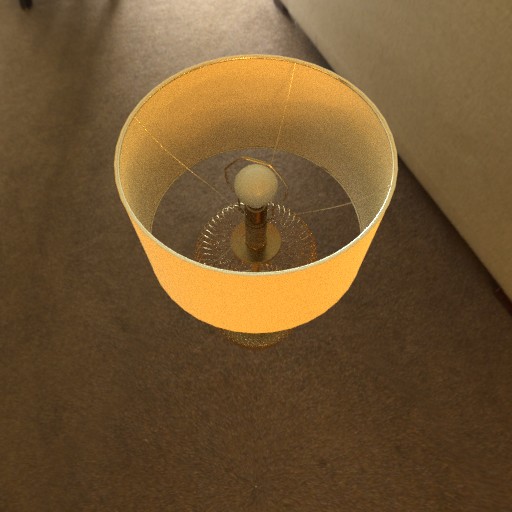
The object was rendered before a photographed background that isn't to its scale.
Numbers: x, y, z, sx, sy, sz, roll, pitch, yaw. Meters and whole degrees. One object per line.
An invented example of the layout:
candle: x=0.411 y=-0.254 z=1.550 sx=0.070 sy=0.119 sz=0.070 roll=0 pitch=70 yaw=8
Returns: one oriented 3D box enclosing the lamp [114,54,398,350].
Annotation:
lamp: x=0.000 y=0.000 z=0.811 sx=0.353 sy=0.578 sz=0.353 roll=0 pitch=63 yaw=0
